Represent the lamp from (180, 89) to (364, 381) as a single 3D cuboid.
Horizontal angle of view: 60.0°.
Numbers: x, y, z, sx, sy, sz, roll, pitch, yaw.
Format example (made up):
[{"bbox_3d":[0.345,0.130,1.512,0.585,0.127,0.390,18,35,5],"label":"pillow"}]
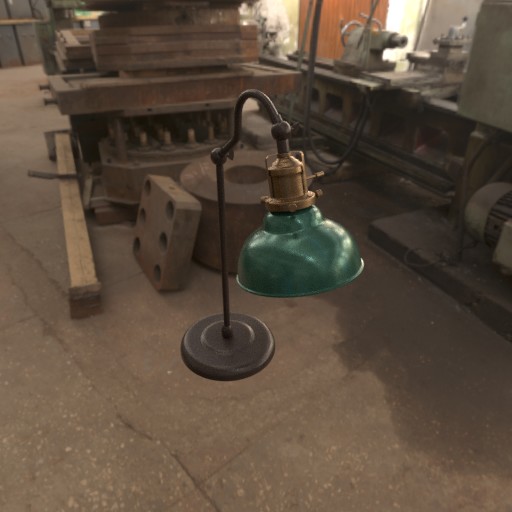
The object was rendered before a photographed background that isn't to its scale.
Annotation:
[{"bbox_3d":[0.000,0.000,0.714,0.192,0.508,0.374,-22,37,-33],"label":"lamp"}]
